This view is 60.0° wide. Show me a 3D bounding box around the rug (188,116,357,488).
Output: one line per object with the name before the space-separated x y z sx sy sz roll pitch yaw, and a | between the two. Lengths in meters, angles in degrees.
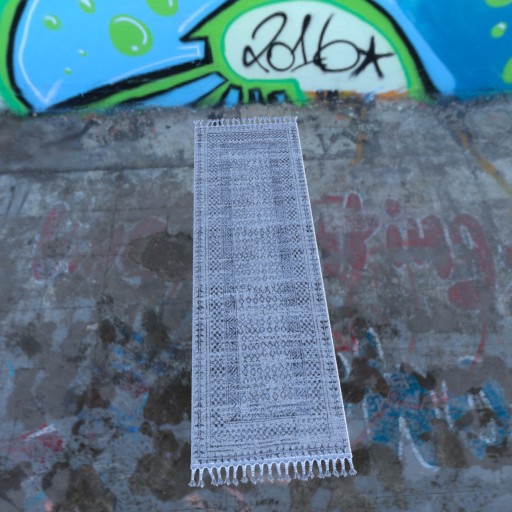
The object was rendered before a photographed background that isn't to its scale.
rug | 0.000 0.000 2.698 0.786 0.013 2.480 -3 58 -2
